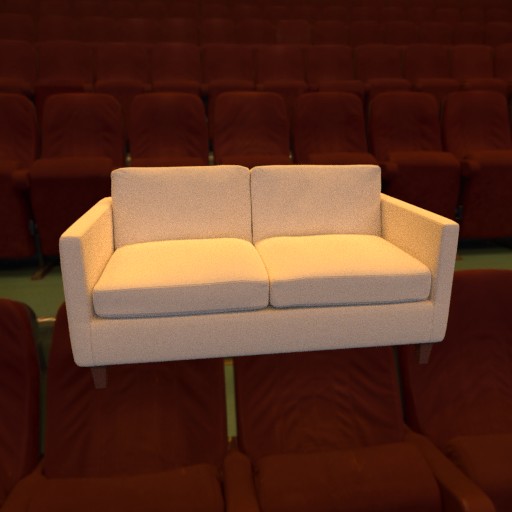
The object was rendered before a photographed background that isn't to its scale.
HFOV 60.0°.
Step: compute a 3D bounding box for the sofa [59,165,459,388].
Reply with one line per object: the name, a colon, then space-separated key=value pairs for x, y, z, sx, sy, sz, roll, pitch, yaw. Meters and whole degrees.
sofa: x=0.000 y=0.000 z=2.316 sx=1.702 sy=0.888 sz=0.964 roll=-2 pitch=17 yaw=-7
